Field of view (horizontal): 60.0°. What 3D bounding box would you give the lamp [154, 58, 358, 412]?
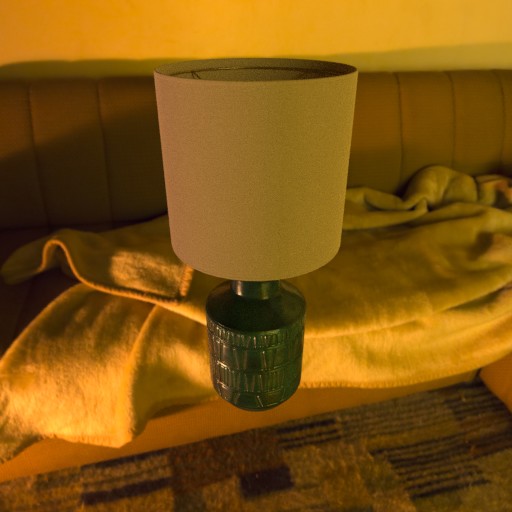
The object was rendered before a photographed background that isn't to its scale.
[{"bbox_3d":[0.000,0.000,0.577,0.211,0.455,0.211,-19,34,-30],"label":"lamp"}]
